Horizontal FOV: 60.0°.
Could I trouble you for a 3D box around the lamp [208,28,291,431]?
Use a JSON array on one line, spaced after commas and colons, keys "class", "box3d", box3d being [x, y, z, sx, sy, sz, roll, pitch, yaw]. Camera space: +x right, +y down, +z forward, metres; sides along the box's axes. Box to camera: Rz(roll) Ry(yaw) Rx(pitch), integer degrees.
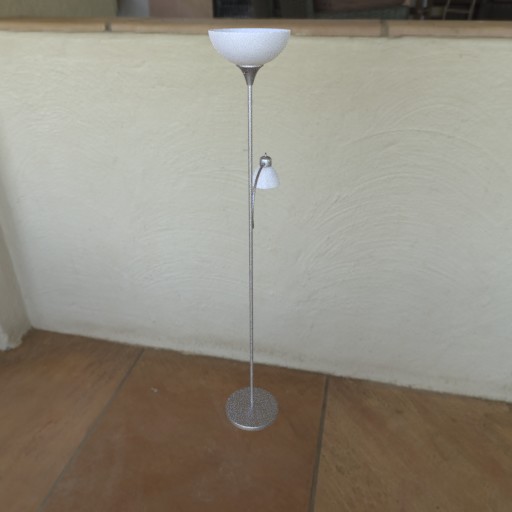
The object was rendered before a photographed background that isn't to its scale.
[{"class": "lamp", "box3d": [0.000, 0.000, 1.978, 0.279, 1.804, 0.425, 8, 31, 14]}]
